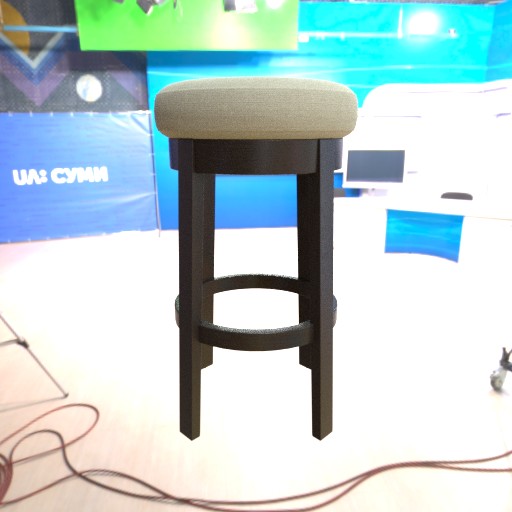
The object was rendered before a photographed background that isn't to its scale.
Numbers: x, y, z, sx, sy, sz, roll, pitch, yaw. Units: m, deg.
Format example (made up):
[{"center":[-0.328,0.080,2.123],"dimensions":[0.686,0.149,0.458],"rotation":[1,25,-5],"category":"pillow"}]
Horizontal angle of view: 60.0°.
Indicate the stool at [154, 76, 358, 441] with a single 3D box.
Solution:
[{"center":[0.000,0.000,1.039],"dimensions":[0.446,0.758,0.446],"rotation":[0,16,0],"category":"stool"}]
